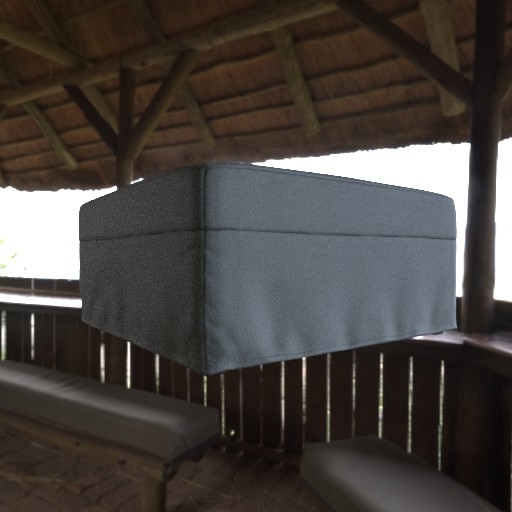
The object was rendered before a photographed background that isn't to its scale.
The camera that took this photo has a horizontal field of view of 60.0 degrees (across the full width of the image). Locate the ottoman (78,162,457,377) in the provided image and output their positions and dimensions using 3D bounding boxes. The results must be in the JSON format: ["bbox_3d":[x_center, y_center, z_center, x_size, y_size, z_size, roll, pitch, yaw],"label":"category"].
[{"bbox_3d":[0.000,0.000,1.337,0.843,0.441,0.842,0,0,-36],"label":"ottoman"}]
